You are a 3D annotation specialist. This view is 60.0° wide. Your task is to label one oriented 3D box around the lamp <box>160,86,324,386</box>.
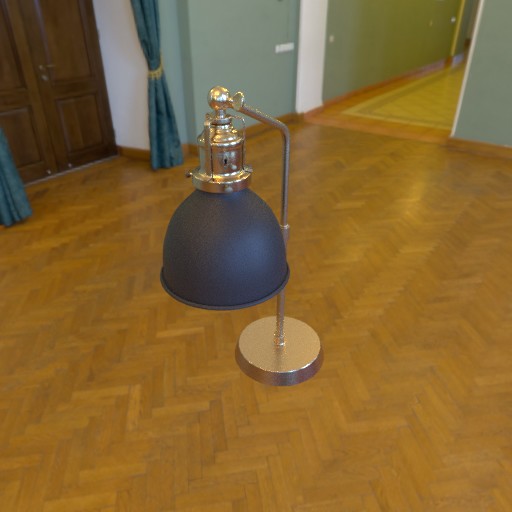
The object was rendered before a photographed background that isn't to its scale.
[{"bbox_3d":[0.000,0.000,0.601,0.160,0.456,0.291,20,36,29],"label":"lamp"}]
